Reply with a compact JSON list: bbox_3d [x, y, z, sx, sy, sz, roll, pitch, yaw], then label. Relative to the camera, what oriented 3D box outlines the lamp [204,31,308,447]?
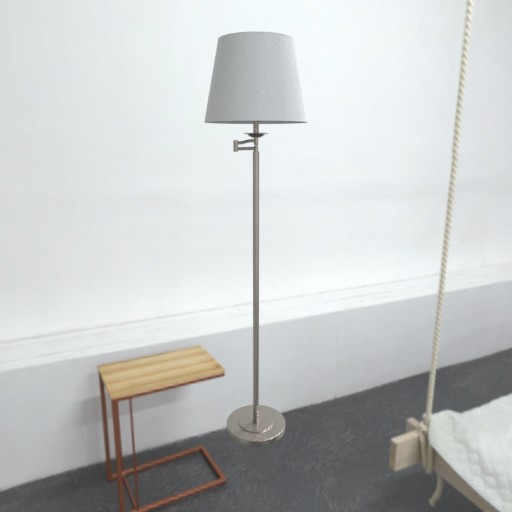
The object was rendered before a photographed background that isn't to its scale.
[{"bbox_3d":[0.000,0.000,1.652,0.355,1.473,0.355,0,15,0],"label":"lamp"}]
